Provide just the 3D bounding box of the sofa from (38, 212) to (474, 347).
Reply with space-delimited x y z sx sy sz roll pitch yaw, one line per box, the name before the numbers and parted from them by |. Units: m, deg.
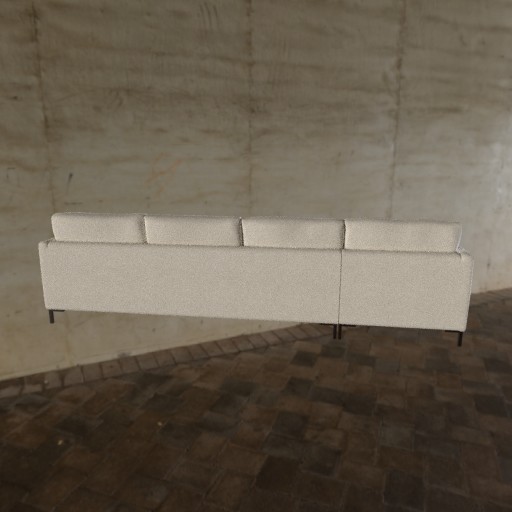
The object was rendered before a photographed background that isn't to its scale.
sofa | 0.000 0.000 3.875 3.186 0.875 1.467 2 13 8
